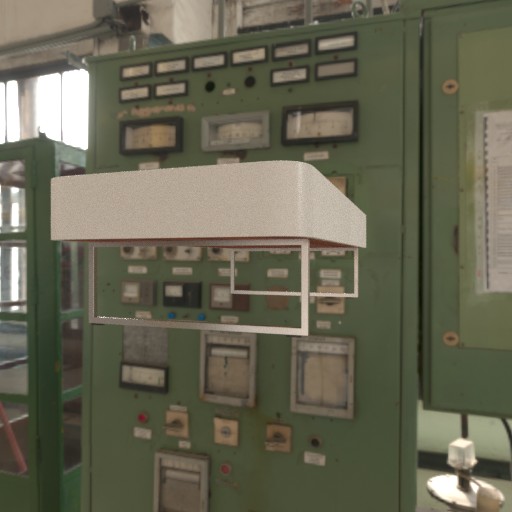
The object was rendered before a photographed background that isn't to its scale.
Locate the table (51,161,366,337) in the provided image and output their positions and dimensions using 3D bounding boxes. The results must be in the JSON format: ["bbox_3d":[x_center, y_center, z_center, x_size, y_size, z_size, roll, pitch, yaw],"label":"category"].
[{"bbox_3d":[0.000,0.000,1.440,0.600,0.340,1.200,0,0,19],"label":"table"}]
